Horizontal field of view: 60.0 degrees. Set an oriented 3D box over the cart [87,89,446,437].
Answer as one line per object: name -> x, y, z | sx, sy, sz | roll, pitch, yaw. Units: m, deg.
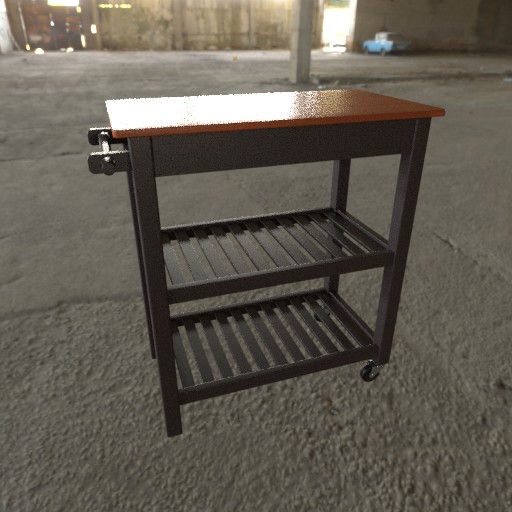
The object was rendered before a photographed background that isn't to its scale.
cart -> 0.000, 0.000, 1.425 | 0.899, 0.927, 0.457 | -9, 28, -17
